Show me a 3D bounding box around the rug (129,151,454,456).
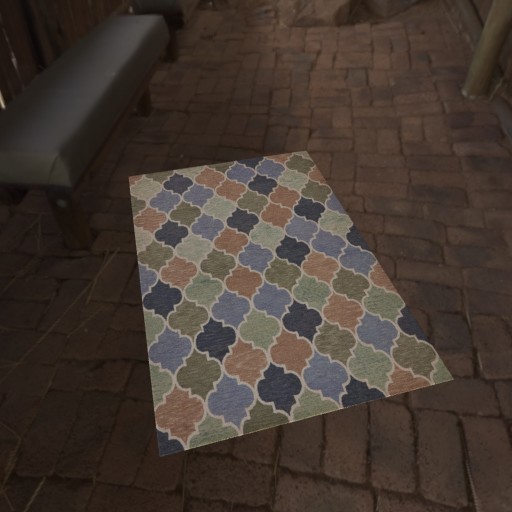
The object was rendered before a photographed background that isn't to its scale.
[{"bbox_3d":[0.000,0.000,2.950,1.521,0.006,2.284,-11,46,-11],"label":"rug"}]
